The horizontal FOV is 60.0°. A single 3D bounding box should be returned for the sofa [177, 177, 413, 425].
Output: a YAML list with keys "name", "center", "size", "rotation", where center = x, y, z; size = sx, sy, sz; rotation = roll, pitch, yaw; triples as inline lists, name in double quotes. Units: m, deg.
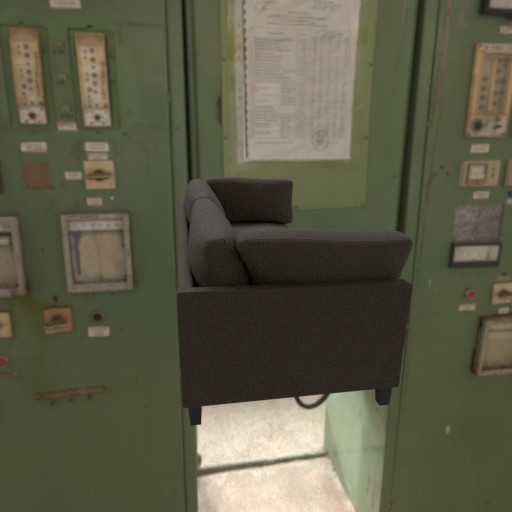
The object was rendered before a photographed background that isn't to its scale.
- name: "sofa"
  center: [0.000, 0.000, 2.827]
  size: [0.969, 0.792, 2.312]
  rotation: [-3, 16, -9]
